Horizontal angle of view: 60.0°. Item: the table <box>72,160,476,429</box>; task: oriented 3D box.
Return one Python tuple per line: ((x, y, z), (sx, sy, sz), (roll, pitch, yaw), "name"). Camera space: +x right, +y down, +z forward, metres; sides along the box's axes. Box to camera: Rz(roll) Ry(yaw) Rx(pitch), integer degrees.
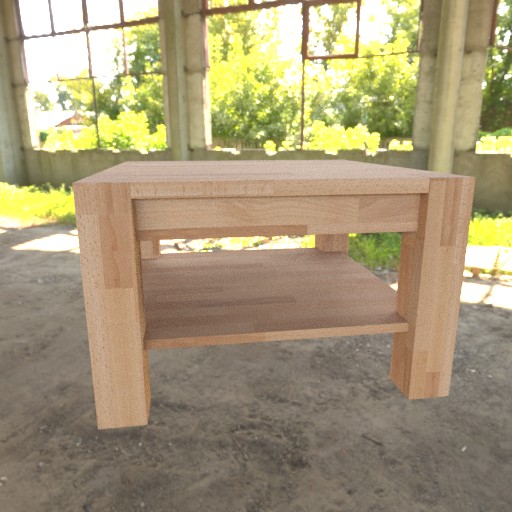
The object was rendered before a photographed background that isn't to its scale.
((0.000, 0.000, 1.145), (0.700, 0.451, 0.700), (-2, 15, -9), "table")
